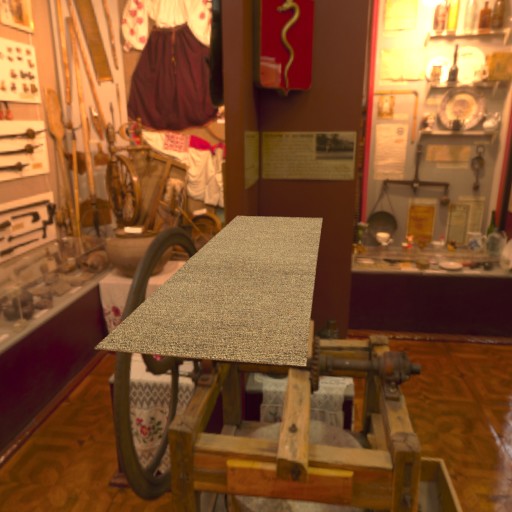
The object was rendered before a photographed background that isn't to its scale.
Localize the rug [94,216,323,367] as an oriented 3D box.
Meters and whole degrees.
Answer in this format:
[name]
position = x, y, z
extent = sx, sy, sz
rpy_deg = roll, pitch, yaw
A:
[rug]
position = 0.000, 0.000, 2.502
extent = 0.697, 0.013, 2.335
rpy_deg = 3, 16, 9
